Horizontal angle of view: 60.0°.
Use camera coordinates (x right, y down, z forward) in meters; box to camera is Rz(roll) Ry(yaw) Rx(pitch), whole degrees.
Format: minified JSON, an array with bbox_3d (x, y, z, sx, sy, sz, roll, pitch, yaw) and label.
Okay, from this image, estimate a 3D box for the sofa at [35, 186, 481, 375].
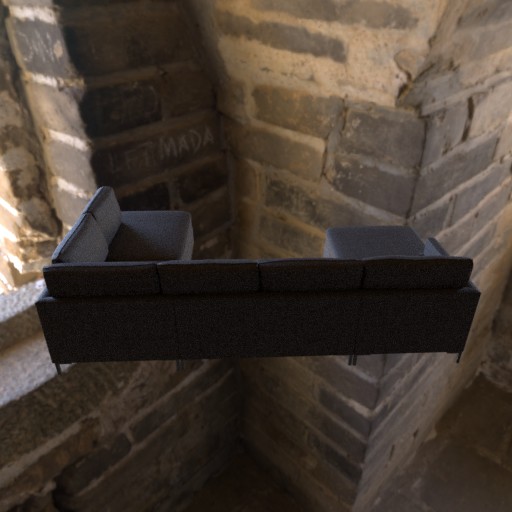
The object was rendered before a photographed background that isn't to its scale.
[{"bbox_3d":[0.000,0.000,4.303,3.423,0.999,2.048,-1,30,-2],"label":"sofa"}]
